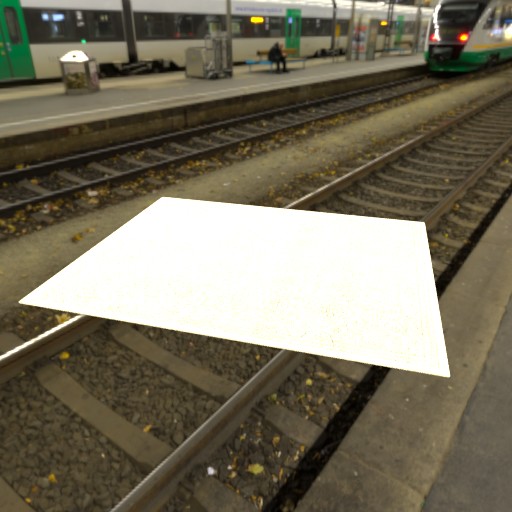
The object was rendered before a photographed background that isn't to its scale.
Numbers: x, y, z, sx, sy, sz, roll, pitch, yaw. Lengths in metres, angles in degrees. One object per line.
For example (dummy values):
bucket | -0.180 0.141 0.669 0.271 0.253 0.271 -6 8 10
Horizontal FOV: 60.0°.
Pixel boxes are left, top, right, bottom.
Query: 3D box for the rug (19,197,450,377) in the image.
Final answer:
rug | 0.000 0.000 4.029 3.050 0.015 2.441 7 28 14
